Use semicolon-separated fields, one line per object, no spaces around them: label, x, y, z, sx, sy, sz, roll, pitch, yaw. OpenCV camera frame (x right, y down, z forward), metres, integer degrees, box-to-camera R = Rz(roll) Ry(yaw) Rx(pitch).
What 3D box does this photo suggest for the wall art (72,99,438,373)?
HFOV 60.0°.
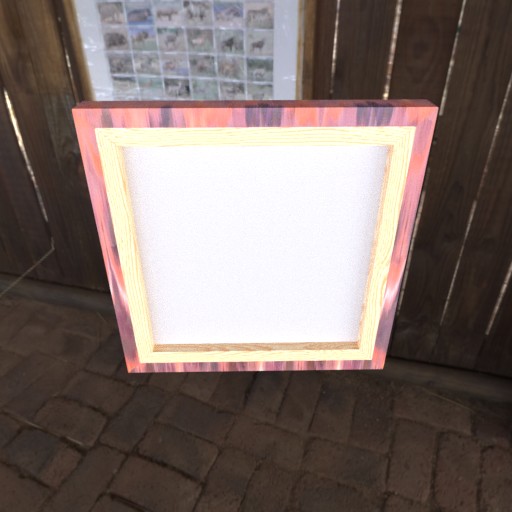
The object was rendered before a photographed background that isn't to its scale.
wall art;0.000;0.000;0.609;0.403;0.406;0.038;-1;32;-1
